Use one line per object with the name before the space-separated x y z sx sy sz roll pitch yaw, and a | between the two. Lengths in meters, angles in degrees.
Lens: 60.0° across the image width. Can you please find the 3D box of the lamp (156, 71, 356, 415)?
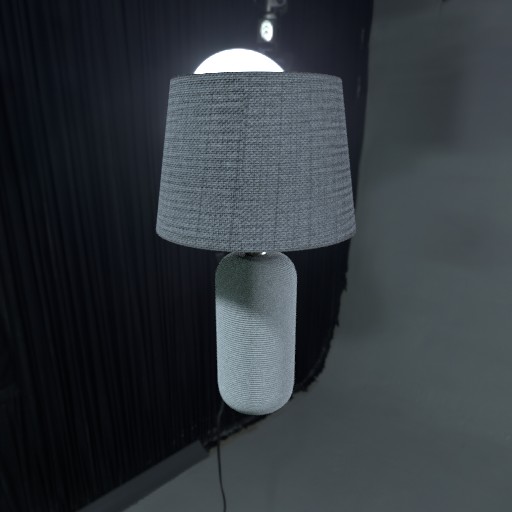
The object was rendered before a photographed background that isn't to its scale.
lamp | 0.000 0.000 0.582 0.251 0.429 0.251 0 16 0
